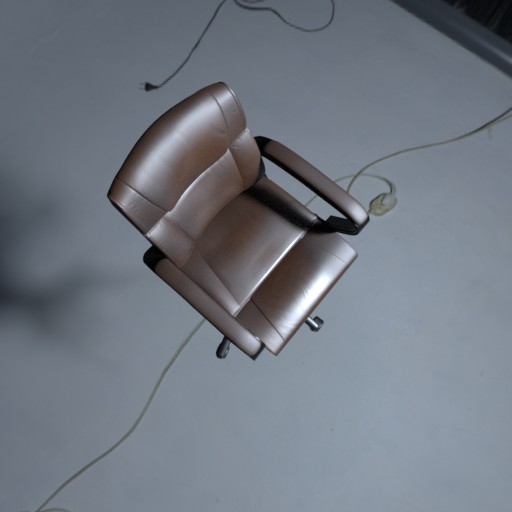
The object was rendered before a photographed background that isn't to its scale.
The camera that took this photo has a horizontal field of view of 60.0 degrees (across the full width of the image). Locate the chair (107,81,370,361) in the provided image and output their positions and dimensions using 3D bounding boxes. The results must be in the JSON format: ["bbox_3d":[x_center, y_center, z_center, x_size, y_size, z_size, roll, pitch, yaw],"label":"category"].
[{"bbox_3d":[0.000,0.000,1.557,0.717,1.004,0.739,40,80,9],"label":"chair"}]
